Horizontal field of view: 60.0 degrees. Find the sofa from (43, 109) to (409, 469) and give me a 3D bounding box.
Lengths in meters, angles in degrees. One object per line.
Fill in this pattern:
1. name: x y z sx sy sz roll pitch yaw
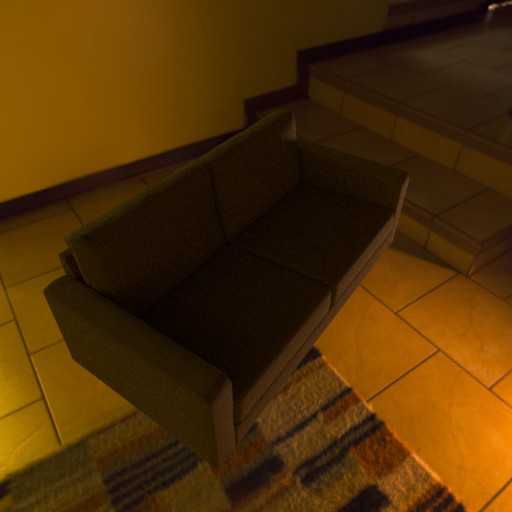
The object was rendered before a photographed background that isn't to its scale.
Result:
1. sofa: 0.000 0.000 2.240 0.889 0.897 1.730 25 47 26
